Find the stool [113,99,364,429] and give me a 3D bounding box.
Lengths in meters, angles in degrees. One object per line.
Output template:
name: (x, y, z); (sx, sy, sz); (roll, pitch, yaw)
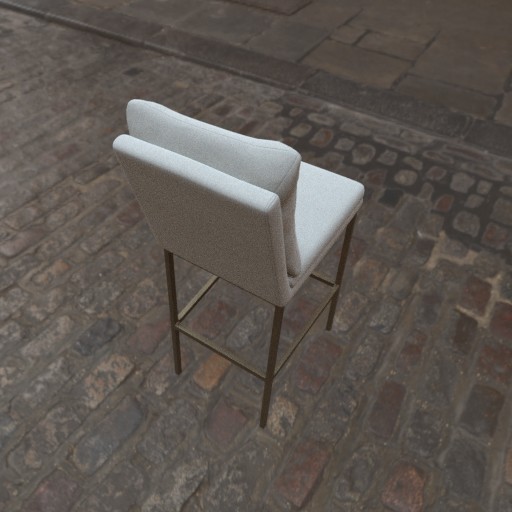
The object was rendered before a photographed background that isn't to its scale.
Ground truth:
stool: (0.000, 0.000, 1.442); (0.463, 1.125, 0.572); (25, 51, 22)
